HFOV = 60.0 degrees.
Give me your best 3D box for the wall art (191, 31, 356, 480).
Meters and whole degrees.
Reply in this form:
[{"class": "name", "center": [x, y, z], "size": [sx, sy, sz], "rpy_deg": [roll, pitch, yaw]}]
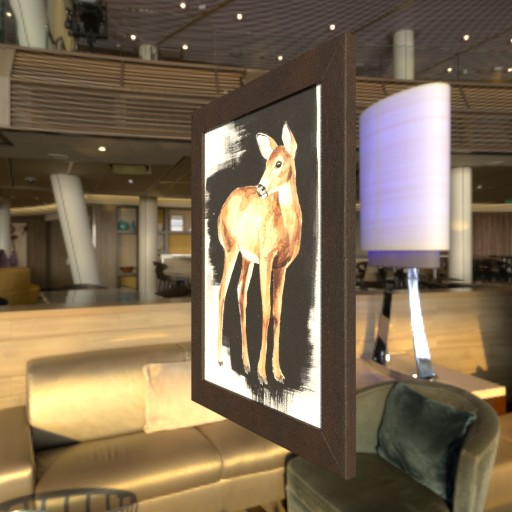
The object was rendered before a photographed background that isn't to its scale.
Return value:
[{"class": "wall art", "center": [0.000, 0.000, 0.653], "size": [0.017, 0.513, 0.359], "rpy_deg": [0, 0, -38]}]
